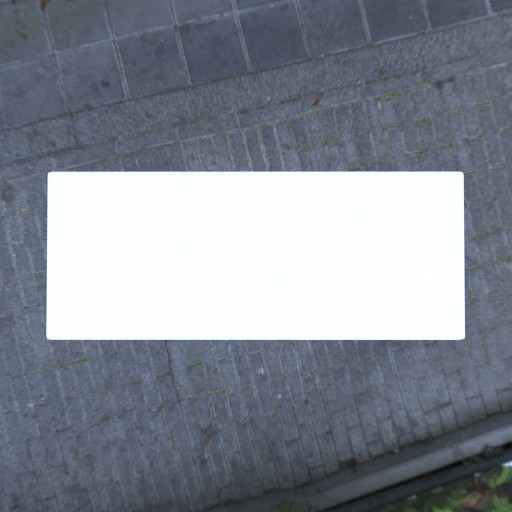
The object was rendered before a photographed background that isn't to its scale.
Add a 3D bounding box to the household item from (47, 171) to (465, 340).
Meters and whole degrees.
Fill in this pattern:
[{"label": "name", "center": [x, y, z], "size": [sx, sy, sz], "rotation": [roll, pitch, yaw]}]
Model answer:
[{"label": "household item", "center": [0.000, 0.000, 2.136], "size": [1.905, 0.356, 0.787], "rotation": [0, 89, 0]}]
